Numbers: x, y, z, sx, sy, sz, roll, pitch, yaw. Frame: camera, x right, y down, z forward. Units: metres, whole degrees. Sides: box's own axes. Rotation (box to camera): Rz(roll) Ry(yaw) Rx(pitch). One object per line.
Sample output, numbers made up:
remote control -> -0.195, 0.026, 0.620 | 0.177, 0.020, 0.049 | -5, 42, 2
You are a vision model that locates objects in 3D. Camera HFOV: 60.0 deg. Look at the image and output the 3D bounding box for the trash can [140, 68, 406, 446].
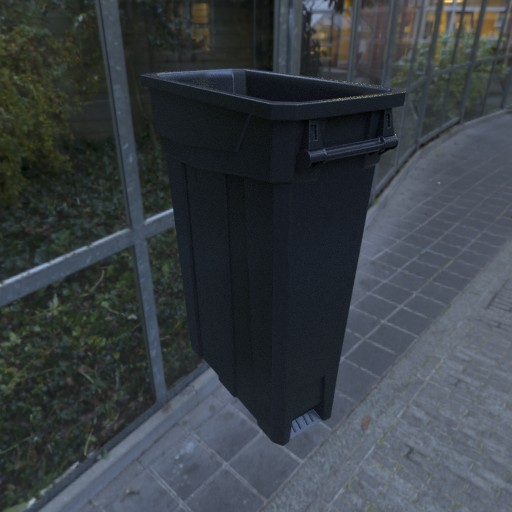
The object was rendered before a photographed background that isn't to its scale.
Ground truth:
trash can -> 0.000, 0.000, 1.031 | 0.281, 0.762, 0.559 | -18, 32, -30
